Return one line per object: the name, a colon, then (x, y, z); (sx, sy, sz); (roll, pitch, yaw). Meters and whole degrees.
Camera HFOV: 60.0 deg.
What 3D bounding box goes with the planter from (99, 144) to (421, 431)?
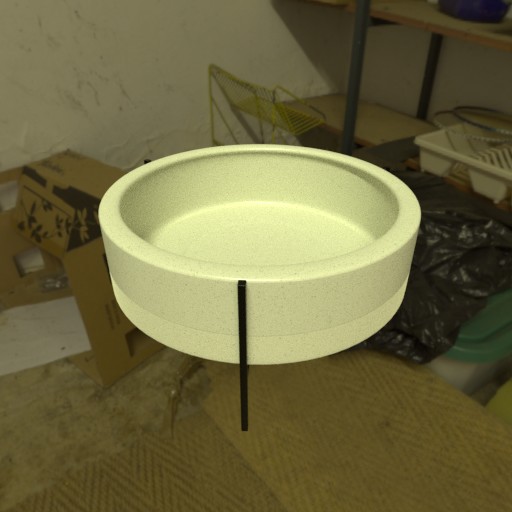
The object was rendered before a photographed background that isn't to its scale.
planter: (0.000, 0.000, 0.527); (0.345, 0.171, 0.336); (20, 37, 29)
